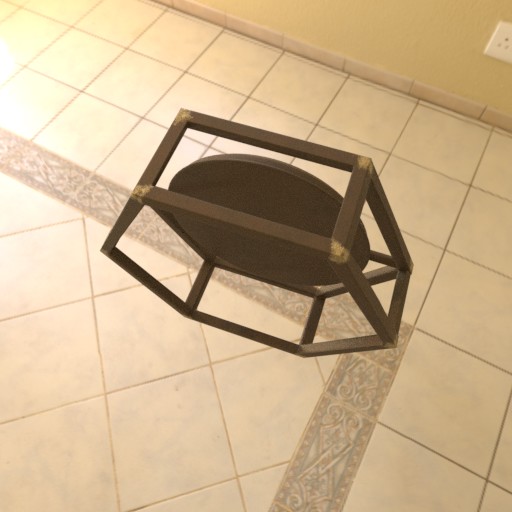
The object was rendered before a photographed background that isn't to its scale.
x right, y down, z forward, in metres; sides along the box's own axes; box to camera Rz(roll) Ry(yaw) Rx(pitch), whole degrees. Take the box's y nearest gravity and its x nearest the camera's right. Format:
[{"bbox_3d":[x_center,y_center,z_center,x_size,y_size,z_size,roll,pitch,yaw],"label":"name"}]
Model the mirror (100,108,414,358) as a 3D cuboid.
[{"bbox_3d":[0.000,0.000,0.560,0.380,0.334,0.119,17,64,9],"label":"mirror"}]
